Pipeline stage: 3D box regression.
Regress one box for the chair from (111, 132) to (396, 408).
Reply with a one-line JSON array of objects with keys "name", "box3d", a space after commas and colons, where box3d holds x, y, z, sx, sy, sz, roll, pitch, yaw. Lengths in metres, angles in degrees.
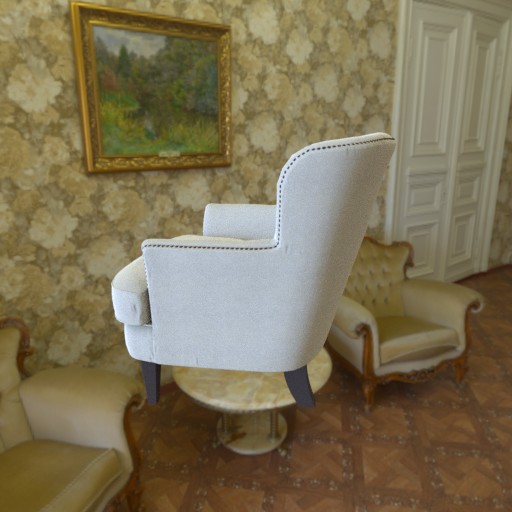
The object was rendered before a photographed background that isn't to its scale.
[{"name": "chair", "box3d": [0.000, 0.000, 1.618, 0.906, 0.868, 0.848, 2, 15, 8]}]
